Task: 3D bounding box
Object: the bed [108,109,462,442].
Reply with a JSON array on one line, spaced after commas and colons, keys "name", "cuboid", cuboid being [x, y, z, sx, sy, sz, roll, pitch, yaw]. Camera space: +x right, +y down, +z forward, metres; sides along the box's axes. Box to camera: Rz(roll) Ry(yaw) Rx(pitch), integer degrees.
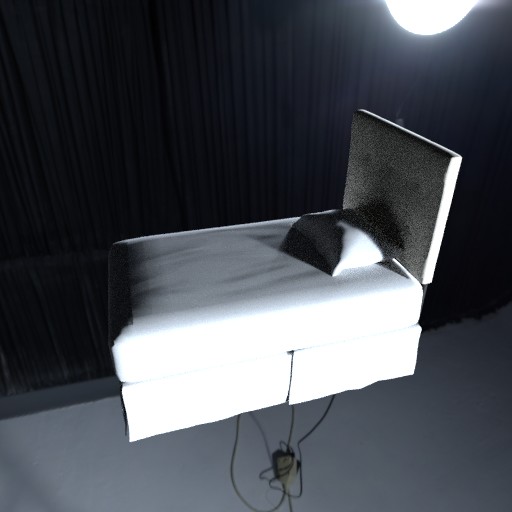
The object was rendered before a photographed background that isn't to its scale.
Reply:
[{"name": "bed", "cuboid": [0.000, 0.000, 2.984, 1.997, 1.571, 1.261, -8, 32, -13]}]
